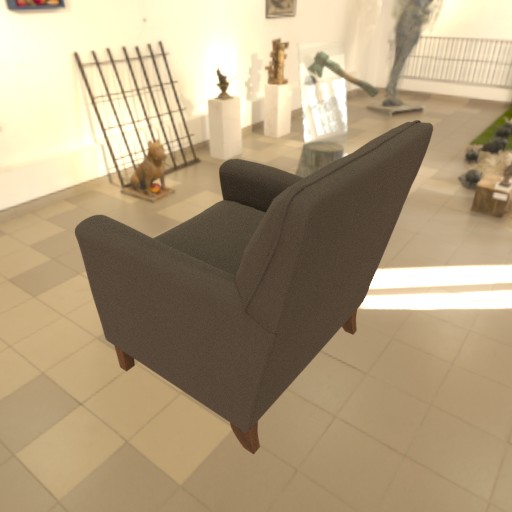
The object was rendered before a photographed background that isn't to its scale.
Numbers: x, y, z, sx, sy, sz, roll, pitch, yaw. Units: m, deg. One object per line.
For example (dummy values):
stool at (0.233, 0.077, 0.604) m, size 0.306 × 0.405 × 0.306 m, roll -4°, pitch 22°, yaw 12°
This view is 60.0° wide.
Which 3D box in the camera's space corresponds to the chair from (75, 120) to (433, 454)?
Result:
chair at (0.000, 0.000, 1.557) m, size 0.831 × 0.911 × 0.836 m, roll 21°, pitch 37°, yaw 31°
